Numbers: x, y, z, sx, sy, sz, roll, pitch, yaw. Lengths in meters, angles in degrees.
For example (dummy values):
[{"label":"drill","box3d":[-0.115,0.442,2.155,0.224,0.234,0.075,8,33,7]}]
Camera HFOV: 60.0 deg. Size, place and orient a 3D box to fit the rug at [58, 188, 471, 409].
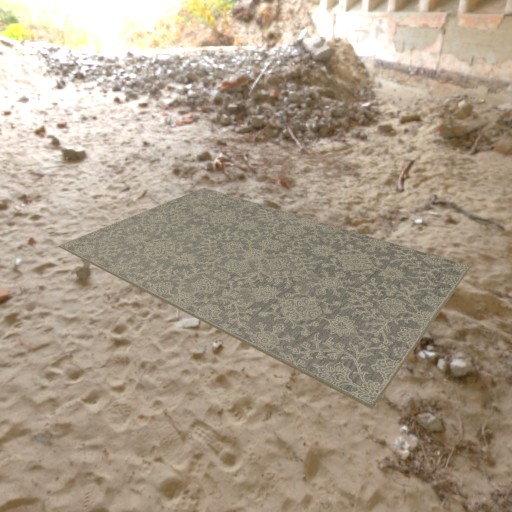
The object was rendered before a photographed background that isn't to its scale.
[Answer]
[{"label":"rug","box3d":[0.000,0.000,3.060,2.430,0.010,1.515,21,35,32]}]
